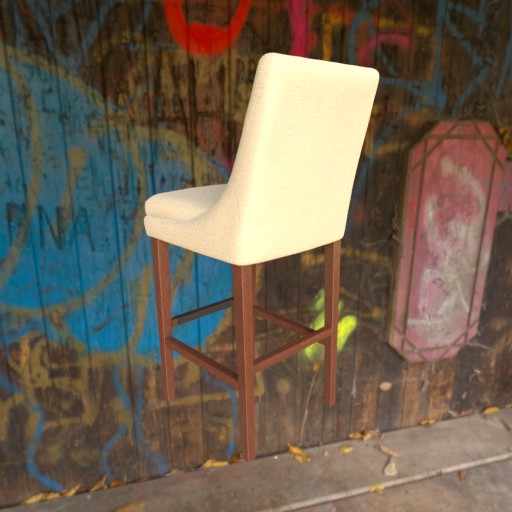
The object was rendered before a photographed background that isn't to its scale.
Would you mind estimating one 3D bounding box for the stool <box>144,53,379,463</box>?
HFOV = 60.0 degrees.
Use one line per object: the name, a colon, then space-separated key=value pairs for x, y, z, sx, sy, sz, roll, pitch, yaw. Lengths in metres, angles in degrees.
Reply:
stool: x=0.000 y=0.000 z=1.385 sx=0.470 sy=1.078 sz=0.577 roll=-15 pitch=22 yaw=-41
